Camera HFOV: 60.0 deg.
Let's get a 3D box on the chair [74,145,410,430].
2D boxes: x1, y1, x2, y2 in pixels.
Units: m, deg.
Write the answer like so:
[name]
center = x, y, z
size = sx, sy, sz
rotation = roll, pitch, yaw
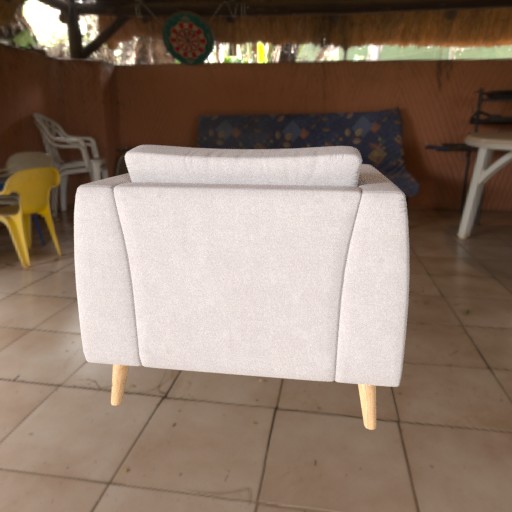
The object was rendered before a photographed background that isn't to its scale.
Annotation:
[chair]
center = 0.000, 0.000, 1.732
size = 1.000, 0.860, 0.930
rotation = 2, 17, 8
